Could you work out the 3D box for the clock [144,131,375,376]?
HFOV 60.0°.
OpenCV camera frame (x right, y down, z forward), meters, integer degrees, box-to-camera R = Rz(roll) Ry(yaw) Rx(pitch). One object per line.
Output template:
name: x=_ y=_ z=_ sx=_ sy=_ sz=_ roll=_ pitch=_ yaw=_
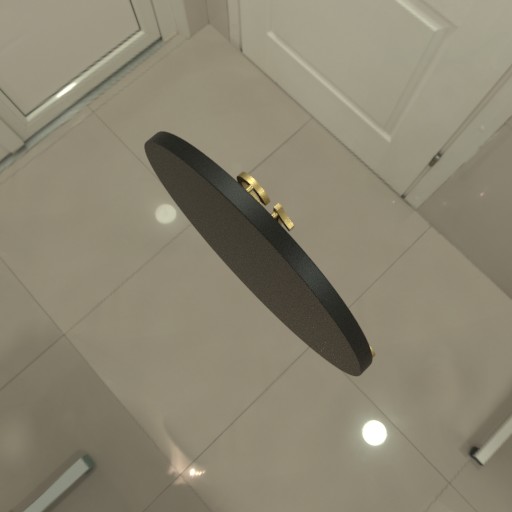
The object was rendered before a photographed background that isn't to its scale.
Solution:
clock: x=0.000 y=0.000 z=0.676 sx=0.038 sy=0.454 sz=0.454 roll=-43 pitch=80 yaw=-10
